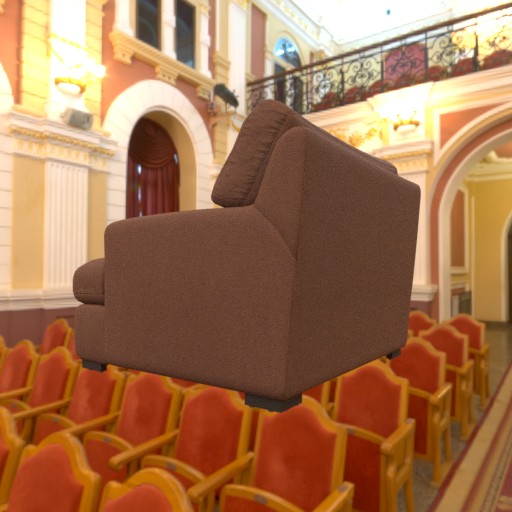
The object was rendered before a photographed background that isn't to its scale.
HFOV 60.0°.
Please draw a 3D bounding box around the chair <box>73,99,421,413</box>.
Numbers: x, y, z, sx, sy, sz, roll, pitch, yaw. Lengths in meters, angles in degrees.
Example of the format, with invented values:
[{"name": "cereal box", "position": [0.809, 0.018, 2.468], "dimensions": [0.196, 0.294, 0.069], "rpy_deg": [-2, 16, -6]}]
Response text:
[{"name": "chair", "position": [0.000, 0.000, 1.965], "dimensions": [1.143, 0.940, 1.168], "rpy_deg": [-1, -2, 36]}]
